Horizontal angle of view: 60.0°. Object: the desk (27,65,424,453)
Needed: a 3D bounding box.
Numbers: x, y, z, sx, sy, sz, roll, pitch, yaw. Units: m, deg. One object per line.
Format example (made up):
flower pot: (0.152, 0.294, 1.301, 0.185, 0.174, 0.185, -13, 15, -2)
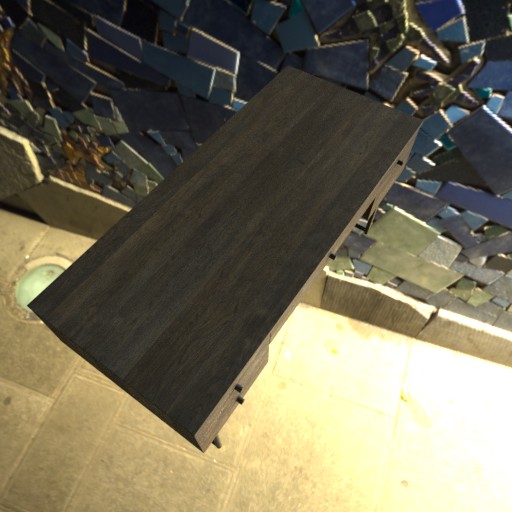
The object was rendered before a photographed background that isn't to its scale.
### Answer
desk: (0.000, 0.000, 2.033, 0.730, 0.780, 1.600, 30, 62, 18)
